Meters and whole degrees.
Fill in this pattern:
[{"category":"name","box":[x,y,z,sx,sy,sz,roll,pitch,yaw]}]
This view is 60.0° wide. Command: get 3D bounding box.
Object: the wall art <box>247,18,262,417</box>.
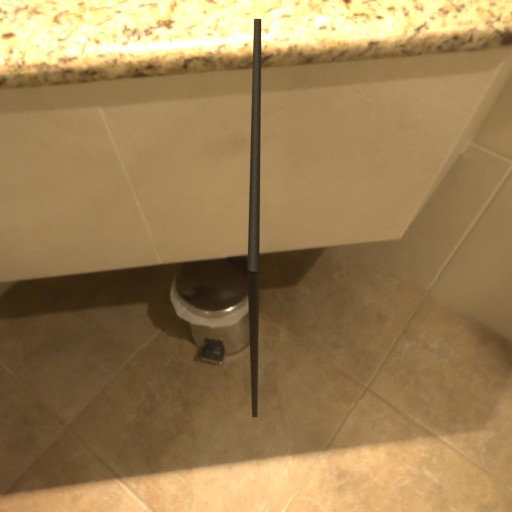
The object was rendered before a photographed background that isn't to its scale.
[{"category":"wall art","box":[0.000,0.000,0.845,0.012,0.661,0.451,1,58,0]}]
